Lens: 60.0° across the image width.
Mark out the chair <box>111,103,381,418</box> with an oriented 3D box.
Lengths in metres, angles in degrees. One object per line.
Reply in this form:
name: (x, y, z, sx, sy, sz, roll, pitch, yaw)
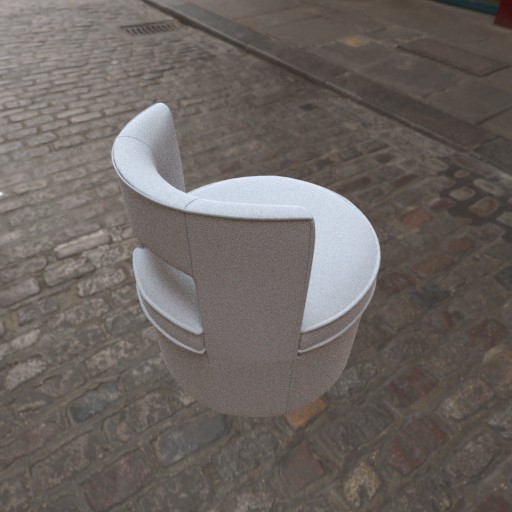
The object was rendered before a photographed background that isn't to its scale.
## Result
chair: (0.000, 0.000, 1.225, 0.665, 0.723, 0.650, -25, 47, -26)
